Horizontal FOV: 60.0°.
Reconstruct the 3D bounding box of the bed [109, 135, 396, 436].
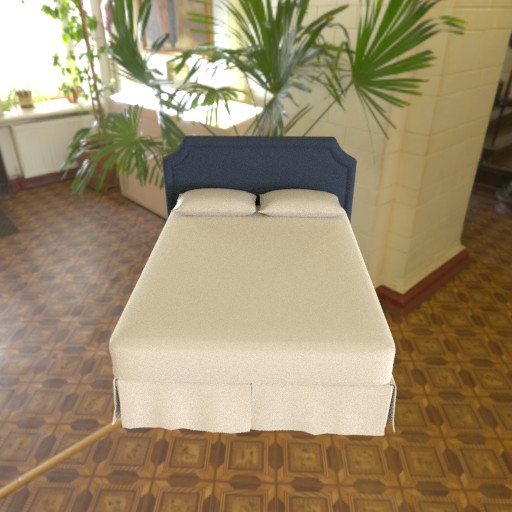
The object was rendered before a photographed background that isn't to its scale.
[{"bbox_3d":[0.000,0.000,3.414,1.831,1.297,2.260,1,29,1],"label":"bed"}]
